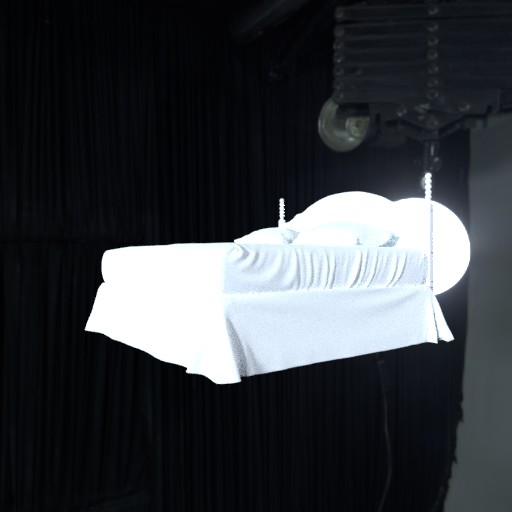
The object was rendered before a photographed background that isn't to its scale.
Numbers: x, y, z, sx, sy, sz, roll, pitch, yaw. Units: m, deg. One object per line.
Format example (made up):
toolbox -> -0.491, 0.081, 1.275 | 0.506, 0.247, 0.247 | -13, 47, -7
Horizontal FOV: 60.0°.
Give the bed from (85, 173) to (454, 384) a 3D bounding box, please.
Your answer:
bed -> 0.000, 0.000, 3.725 | 2.219, 1.355, 2.322 | 0, -1, -37
